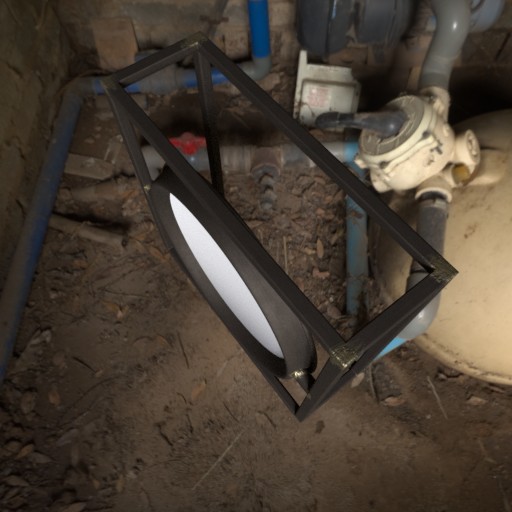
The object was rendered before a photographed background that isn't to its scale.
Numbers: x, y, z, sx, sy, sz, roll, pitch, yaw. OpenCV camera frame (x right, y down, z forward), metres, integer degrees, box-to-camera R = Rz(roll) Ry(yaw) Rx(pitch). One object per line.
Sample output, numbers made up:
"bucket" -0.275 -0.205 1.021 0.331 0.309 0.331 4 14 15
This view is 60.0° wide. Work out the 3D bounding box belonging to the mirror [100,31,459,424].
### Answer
"mirror" 0.000 0.000 0.470 0.107 0.303 0.306 -34 68 -16
